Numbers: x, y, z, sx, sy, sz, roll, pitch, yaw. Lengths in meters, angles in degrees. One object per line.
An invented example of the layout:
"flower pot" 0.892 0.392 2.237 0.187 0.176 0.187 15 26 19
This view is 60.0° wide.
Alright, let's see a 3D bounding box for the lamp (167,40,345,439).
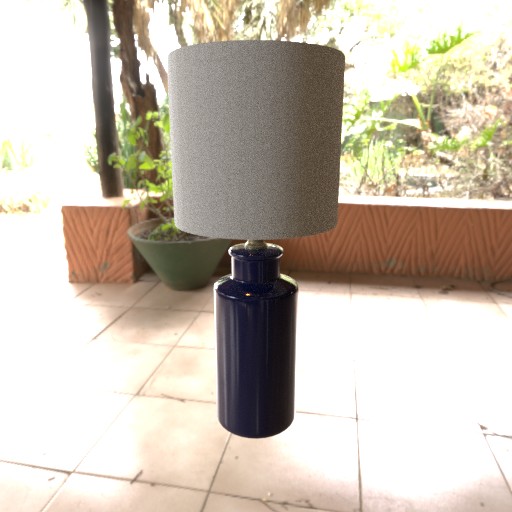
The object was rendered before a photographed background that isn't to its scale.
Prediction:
"lamp" 0.000 0.000 0.598 0.212 0.493 0.212 3 15 9
